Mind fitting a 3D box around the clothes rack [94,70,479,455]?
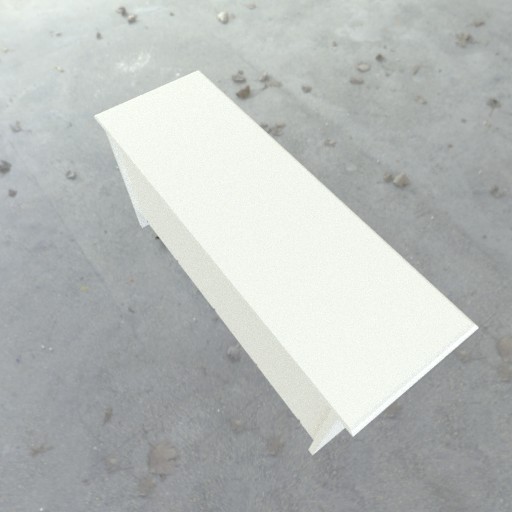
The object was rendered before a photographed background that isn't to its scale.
[{"bbox_3d":[0.000,0.000,1.465,0.405,0.558,1.218,-32,63,-19],"label":"clothes rack"}]
